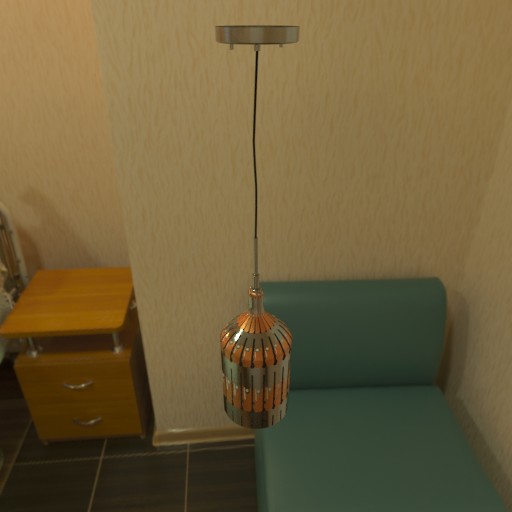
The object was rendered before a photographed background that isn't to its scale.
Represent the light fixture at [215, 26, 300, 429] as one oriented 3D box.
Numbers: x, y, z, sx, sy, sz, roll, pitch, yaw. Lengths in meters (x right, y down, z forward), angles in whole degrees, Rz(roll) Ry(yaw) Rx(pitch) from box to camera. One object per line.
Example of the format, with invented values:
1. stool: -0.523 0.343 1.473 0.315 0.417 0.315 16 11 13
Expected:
1. light fixture: 0.000 0.000 1.668 0.303 1.535 0.303 0 29 0
